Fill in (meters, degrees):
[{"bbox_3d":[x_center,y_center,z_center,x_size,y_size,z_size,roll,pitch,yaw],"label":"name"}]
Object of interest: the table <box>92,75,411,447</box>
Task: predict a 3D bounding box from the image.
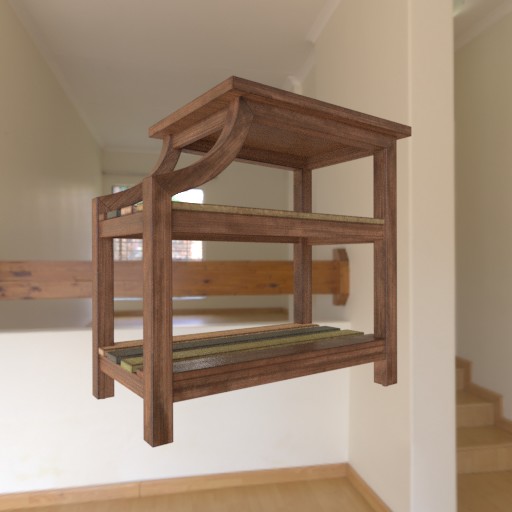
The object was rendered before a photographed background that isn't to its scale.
[{"bbox_3d":[0.000,0.000,0.964,0.609,0.584,0.356,0,-1,-36],"label":"table"}]
